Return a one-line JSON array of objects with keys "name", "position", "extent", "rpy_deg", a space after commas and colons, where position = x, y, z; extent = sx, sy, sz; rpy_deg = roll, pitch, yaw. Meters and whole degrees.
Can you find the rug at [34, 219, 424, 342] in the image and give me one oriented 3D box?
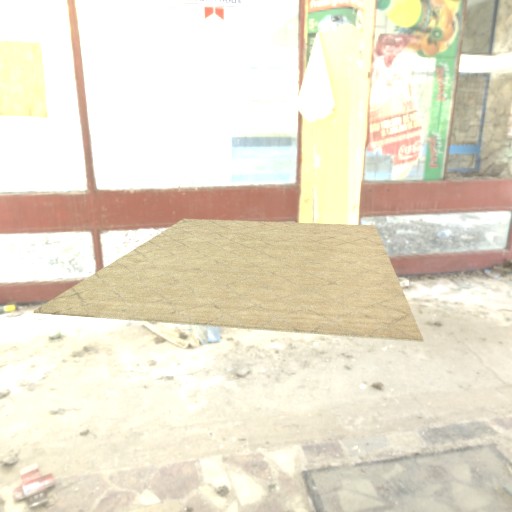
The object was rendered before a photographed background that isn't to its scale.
[{"name": "rug", "position": [0.000, 0.000, 4.118], "extent": [2.420, 0.019, 3.038], "rpy_deg": [3, 16, 9]}]
